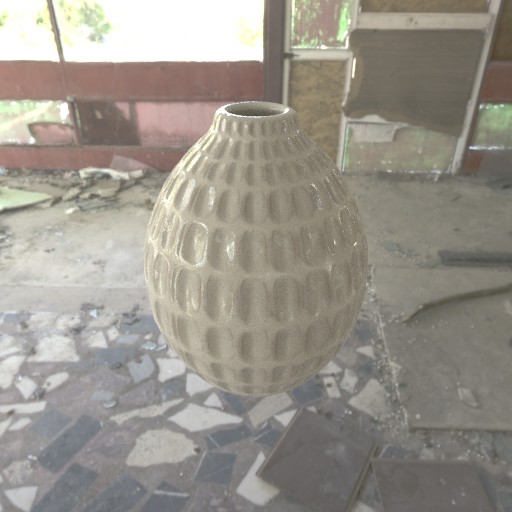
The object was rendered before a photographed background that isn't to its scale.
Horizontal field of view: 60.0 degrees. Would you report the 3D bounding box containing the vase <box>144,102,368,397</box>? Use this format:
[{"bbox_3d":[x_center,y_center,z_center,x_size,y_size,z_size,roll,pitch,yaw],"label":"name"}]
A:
[{"bbox_3d":[0.000,0.000,0.259,0.128,0.167,0.128,0,31,0],"label":"vase"}]
